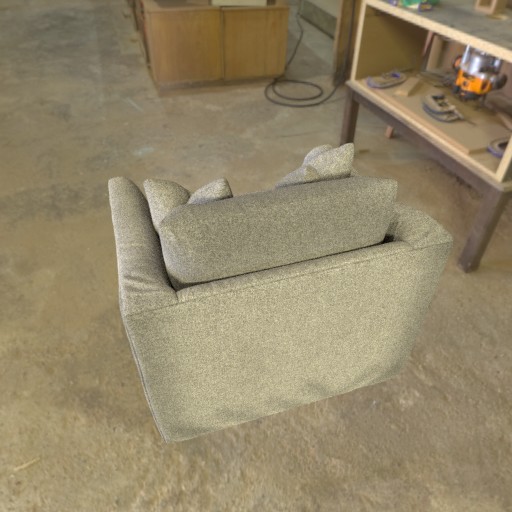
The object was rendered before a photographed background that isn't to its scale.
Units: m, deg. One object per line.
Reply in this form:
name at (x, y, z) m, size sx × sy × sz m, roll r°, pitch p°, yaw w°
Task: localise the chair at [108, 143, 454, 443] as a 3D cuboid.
chair at (0.000, 0.000, 2.055) m, size 1.194 × 1.059 × 1.071 m, roll -12°, pitch 44°, yaw -13°
